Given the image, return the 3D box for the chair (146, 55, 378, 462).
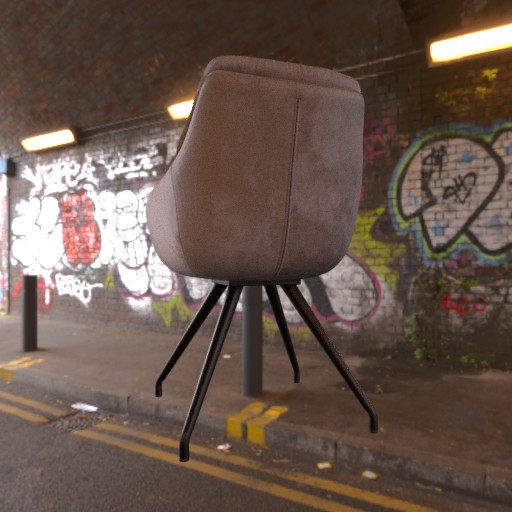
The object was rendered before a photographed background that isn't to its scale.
[{"bbox_3d":[0.000,0.000,1.242,0.579,0.888,0.569,0,0,-19],"label":"chair"}]
